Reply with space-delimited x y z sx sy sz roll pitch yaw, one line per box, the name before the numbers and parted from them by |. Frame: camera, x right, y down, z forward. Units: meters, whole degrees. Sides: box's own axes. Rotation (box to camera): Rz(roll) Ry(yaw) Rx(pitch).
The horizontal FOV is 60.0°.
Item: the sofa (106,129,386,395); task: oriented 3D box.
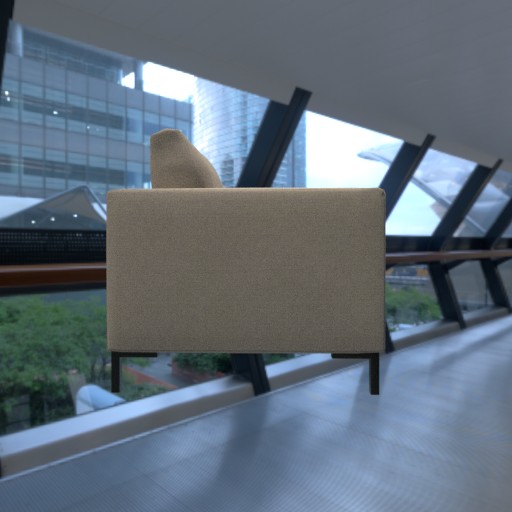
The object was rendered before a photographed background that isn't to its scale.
sofa | 0.000 0.000 2.154 0.875 0.840 1.682 0 0 2
